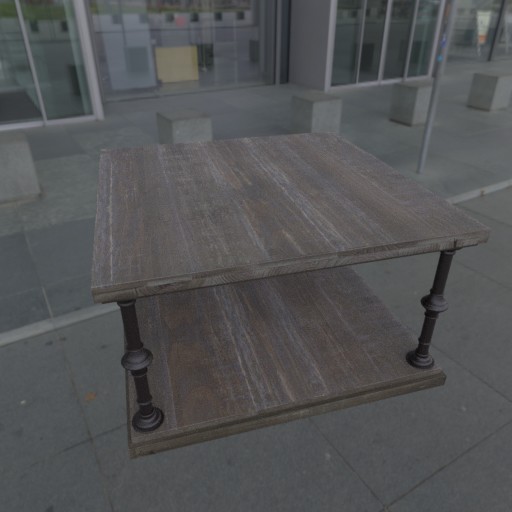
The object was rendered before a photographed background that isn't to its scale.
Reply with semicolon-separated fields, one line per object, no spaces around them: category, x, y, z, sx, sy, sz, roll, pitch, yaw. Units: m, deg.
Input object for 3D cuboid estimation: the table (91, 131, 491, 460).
table;0.000;0.000;1.117;0.696;0.400;0.696;-8;31;-14
